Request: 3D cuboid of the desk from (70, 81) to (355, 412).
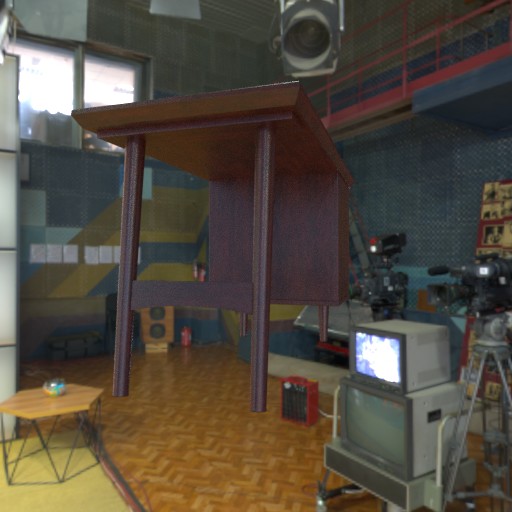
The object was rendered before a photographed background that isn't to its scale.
[{"bbox_3d":[0.000,0.000,1.674,0.612,0.758,1.277,0,-1,18],"label":"desk"}]
